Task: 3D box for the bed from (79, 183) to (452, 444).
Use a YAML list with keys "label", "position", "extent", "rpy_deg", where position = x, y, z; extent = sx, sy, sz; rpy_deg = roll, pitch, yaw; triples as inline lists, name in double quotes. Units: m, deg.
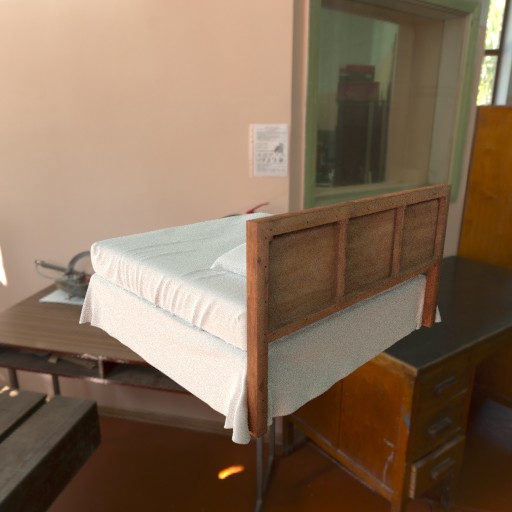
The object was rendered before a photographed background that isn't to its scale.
- label: "bed"
  position: [0.000, 0.000, 3.548]
  extent: [2.255, 1.158, 2.165]
  rpy_deg: [-15, 22, -41]
